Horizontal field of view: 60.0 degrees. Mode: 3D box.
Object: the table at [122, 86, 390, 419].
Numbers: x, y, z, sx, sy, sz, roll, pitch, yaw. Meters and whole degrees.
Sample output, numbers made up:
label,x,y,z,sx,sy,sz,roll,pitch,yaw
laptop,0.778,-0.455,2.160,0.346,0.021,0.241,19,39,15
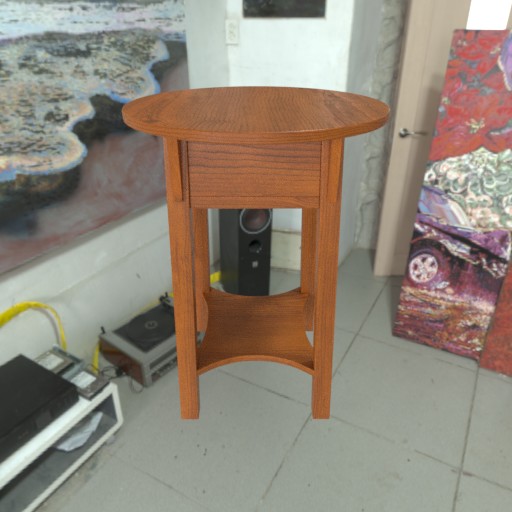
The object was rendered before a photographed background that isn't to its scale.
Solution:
label,x,y,z,sx,sy,sz,roll,pitch,yaw
table,0.000,0.000,0.924,0.457,0.610,0.457,0,28,0
